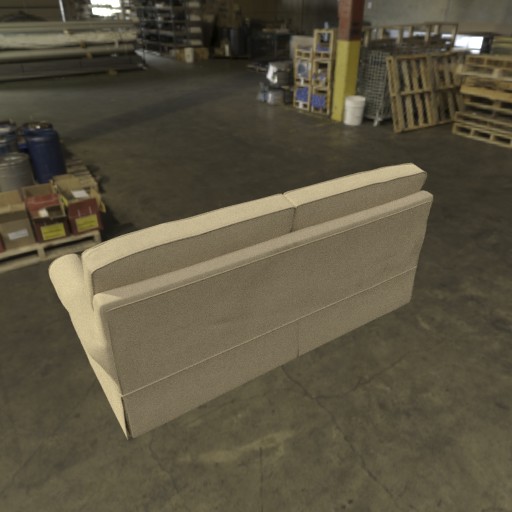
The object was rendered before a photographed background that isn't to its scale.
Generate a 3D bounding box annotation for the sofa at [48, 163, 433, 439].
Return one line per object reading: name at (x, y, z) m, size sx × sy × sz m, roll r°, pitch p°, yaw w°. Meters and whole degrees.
sofa at (0.000, 0.000, 2.748) m, size 2.246 × 1.014 × 0.900 m, roll -18°, pitch 35°, yaw -29°
